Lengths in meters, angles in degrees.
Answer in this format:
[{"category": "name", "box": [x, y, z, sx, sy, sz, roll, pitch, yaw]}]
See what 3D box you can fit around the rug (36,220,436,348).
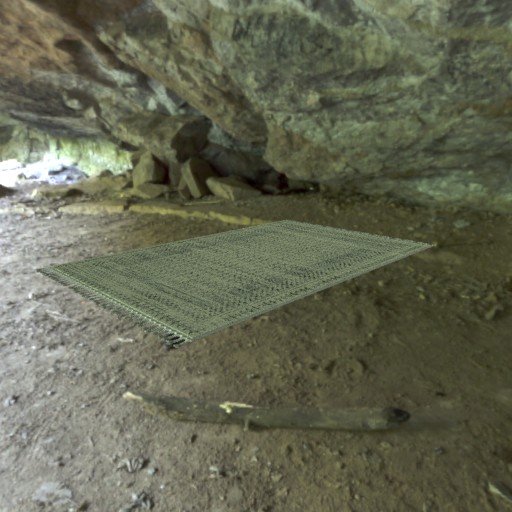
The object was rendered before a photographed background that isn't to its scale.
[{"category": "rug", "box": [0.000, 0.000, 3.147, 1.548, 0.013, 2.486, 15, 21, 43]}]
